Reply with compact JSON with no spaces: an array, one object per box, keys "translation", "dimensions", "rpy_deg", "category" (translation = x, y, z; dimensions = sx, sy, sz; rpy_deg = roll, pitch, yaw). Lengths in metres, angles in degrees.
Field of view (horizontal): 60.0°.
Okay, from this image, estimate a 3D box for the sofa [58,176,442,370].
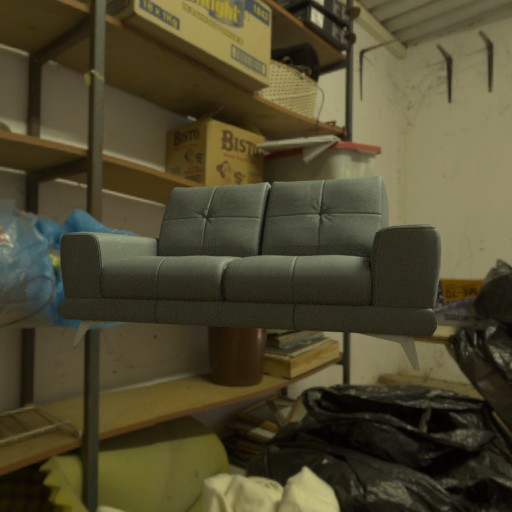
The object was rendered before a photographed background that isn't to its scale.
[{"translation":[0.000,0.000,2.410],"dimensions":[1.806,0.907,1.018],"rpy_deg":[0,-1,18],"category":"sofa"}]
